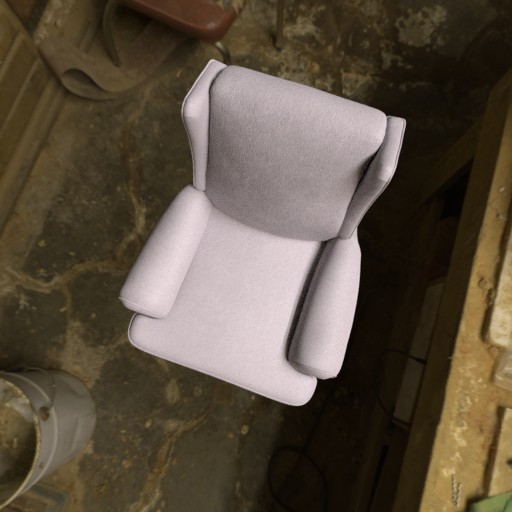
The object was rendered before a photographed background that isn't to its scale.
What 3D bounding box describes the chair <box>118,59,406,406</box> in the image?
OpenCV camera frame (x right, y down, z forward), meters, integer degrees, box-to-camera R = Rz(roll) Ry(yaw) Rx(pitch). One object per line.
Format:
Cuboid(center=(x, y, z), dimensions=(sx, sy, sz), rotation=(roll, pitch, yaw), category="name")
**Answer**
Cuboid(center=(0.000, 0.000, 1.722), dimensions=(0.847, 1.011, 0.969), rotation=(19, 77, 4), category="chair")
